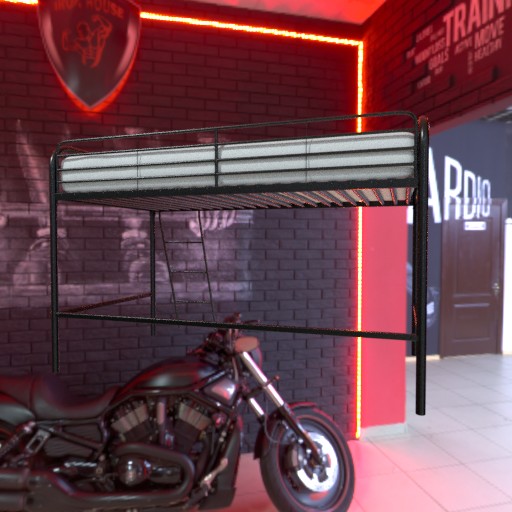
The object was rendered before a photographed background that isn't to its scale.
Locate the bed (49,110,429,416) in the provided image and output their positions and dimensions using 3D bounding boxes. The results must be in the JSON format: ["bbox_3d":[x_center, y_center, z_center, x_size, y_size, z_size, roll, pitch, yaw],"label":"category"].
[{"bbox_3d":[0.000,0.000,2.811,1.968,1.289,1.393,1,2,18],"label":"bed"}]
